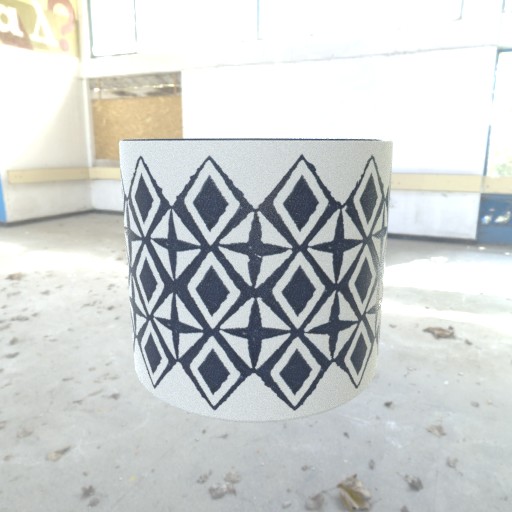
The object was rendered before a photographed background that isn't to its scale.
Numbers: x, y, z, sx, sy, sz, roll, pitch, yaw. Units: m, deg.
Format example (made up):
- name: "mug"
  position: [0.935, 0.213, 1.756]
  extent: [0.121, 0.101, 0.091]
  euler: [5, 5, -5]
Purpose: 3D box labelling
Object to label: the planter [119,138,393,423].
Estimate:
- name: "planter"
  position: [0.000, 0.000, 0.400]
  extent: [0.224, 0.203, 0.224]
  euler: [0, 14, 0]
